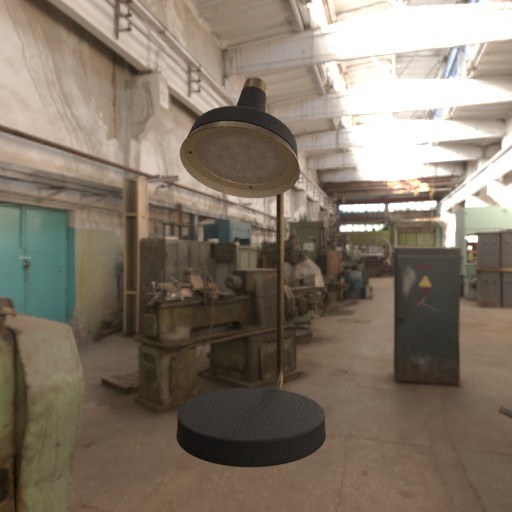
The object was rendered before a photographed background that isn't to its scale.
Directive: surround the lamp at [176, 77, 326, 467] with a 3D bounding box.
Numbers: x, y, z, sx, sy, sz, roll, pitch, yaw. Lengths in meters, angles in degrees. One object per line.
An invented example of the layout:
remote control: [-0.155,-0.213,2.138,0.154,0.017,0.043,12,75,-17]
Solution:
lamp: [0.000,0.000,0.499,0.162,0.385,0.218,0,1,18]
